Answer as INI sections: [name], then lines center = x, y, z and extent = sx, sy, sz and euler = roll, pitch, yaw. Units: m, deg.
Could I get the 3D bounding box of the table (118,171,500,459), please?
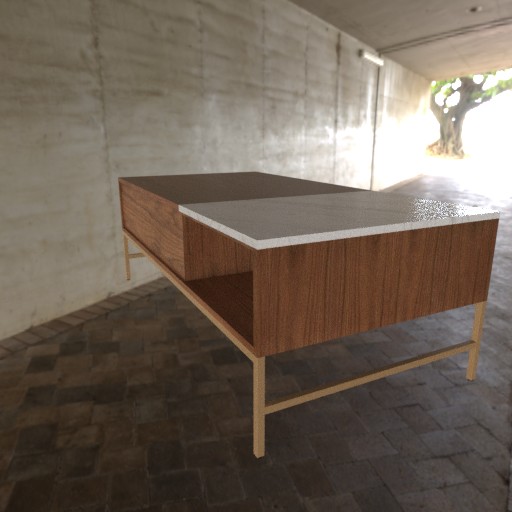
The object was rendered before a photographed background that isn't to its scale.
[table]
center = 0.000, 0.000, 1.846
extent = 0.789, 0.551, 1.553
euler = -8, 17, -26
